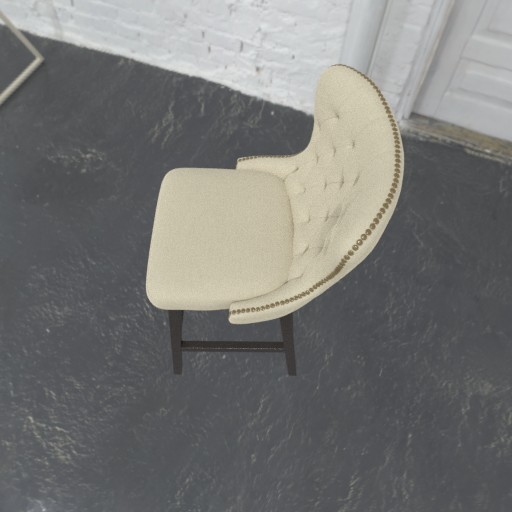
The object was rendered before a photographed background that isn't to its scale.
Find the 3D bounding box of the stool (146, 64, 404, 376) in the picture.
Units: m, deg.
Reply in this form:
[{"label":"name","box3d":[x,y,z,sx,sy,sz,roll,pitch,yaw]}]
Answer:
[{"label":"stool","box3d":[0.000,0.000,1.301,0.593,0.971,0.528,1,59,0]}]
